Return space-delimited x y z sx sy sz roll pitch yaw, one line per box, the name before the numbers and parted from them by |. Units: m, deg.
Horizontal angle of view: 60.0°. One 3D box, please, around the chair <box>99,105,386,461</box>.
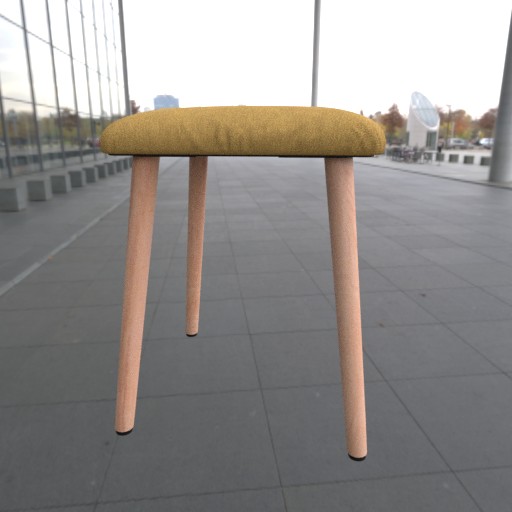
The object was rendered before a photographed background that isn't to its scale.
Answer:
chair | 0.000 0.000 0.695 0.350 0.440 0.350 2 15 9
